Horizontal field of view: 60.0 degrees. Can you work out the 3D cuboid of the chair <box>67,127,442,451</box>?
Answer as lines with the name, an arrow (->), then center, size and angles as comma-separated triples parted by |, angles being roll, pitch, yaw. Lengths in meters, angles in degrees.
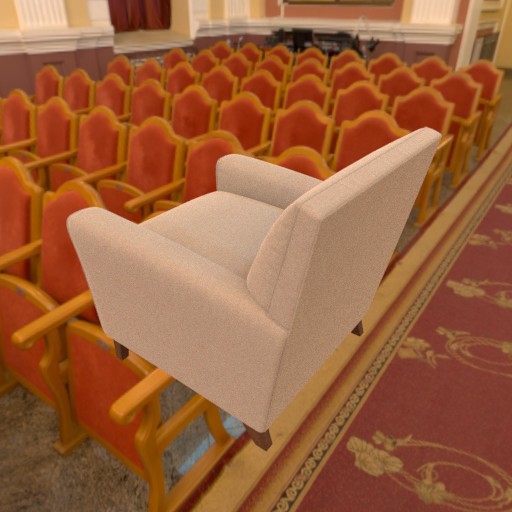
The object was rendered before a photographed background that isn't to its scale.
chair -> 0.000, 0.000, 1.528 | 0.871, 0.846, 0.840 | 20, 35, 31
